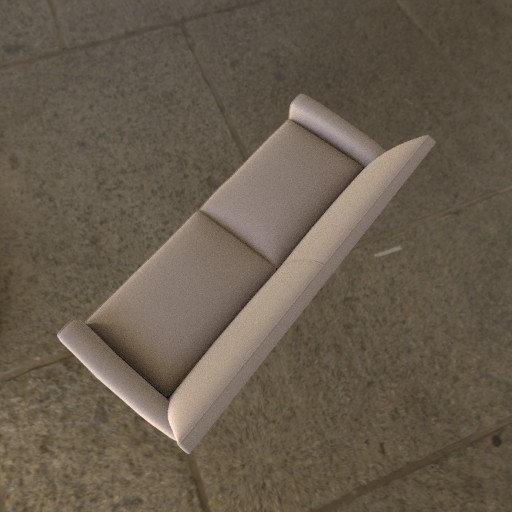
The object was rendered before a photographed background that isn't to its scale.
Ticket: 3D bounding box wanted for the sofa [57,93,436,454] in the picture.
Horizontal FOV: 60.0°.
[{"bbox_3d":[0.000,0.000,2.468,0.875,0.846,2.000,36,70,15],"label":"sofa"}]
